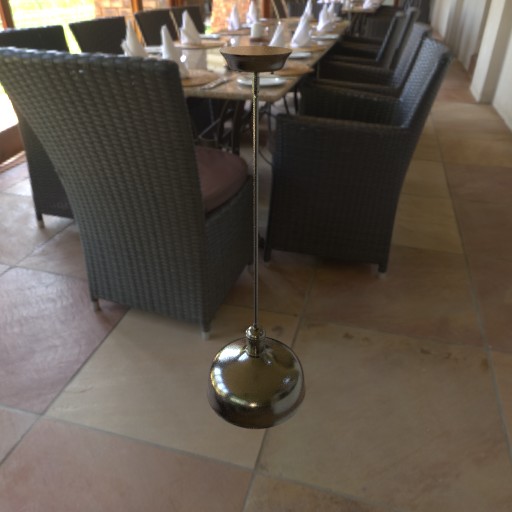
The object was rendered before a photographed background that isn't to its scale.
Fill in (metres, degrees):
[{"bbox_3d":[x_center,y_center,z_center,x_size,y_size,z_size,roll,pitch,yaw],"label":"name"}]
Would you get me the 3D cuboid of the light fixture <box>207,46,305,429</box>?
[{"bbox_3d":[0.000,0.000,1.103,0.299,0.935,0.299,10,33,16],"label":"light fixture"}]
